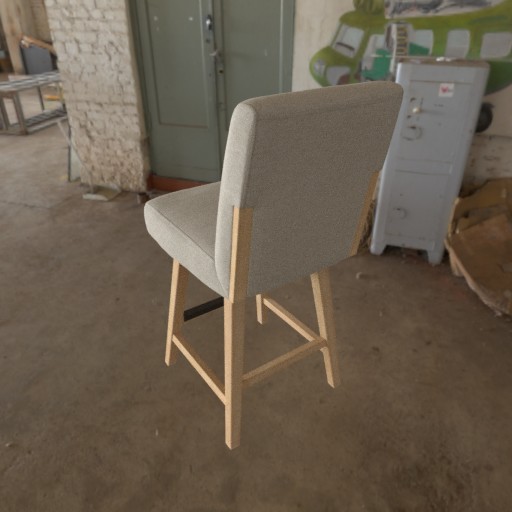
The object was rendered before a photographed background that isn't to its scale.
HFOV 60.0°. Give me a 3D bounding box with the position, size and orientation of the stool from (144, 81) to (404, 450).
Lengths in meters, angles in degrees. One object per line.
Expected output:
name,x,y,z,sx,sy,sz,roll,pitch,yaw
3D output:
stool,0.000,0.000,1.411,0.507,1.085,0.606,-19,35,-30
